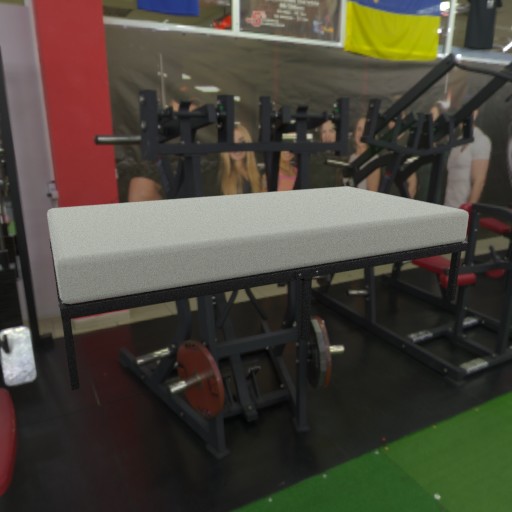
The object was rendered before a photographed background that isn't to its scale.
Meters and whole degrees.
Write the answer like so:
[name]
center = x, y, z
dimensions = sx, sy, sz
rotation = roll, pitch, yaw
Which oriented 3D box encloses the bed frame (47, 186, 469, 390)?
[bed frame]
center = 0.000, 0.000, 3.169
dimensions = 2.635, 0.680, 1.393
rotation = -8, 19, -25
